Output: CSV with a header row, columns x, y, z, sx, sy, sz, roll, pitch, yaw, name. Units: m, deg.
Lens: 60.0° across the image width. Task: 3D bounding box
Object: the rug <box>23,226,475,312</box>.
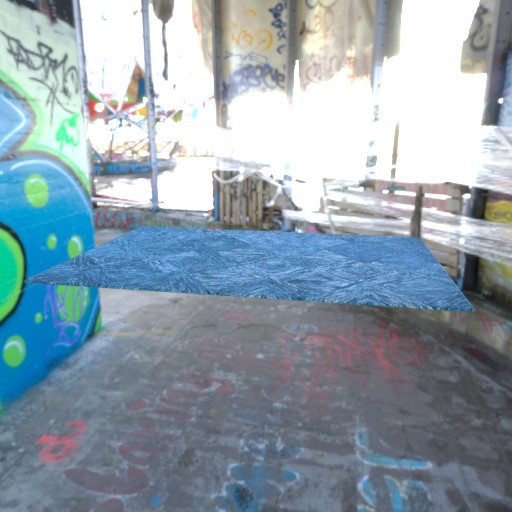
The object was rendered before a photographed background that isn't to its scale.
x,y,z,sx,sy,sz,roll,pitch,yaw,name
0.000,0.000,2.890,2.277,0.015,1.490,3,16,10,rug
